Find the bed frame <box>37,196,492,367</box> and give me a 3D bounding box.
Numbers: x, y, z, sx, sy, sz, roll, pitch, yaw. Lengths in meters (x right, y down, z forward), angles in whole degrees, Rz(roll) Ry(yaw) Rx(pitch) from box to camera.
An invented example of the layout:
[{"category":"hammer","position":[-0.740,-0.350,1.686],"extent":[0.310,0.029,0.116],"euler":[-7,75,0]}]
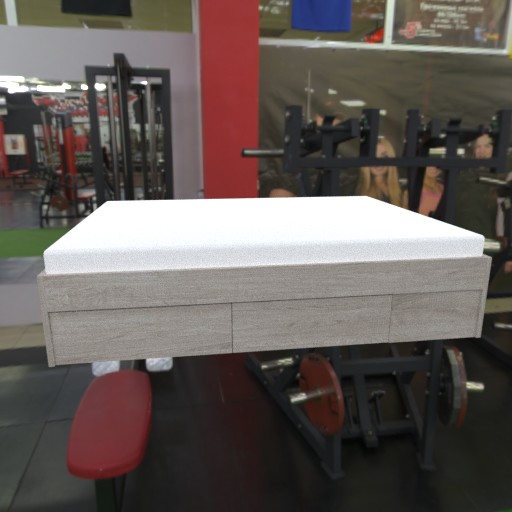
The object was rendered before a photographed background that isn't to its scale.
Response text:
[{"category":"bed frame","position":[0.000,0.000,2.598],"extent":[1.944,0.490,1.448],"euler":[-2,15,-8]}]
